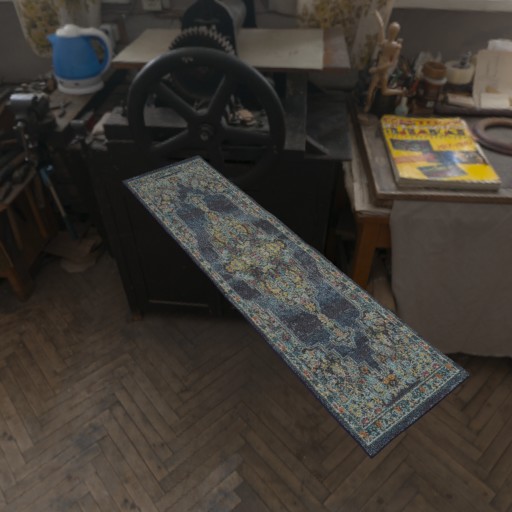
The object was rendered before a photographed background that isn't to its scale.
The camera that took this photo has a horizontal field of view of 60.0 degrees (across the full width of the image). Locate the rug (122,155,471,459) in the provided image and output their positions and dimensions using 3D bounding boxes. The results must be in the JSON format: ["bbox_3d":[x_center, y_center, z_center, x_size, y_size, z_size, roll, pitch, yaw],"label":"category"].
[{"bbox_3d":[0.000,0.000,2.428,0.602,0.016,2.283,-26,48,-26],"label":"rug"}]
